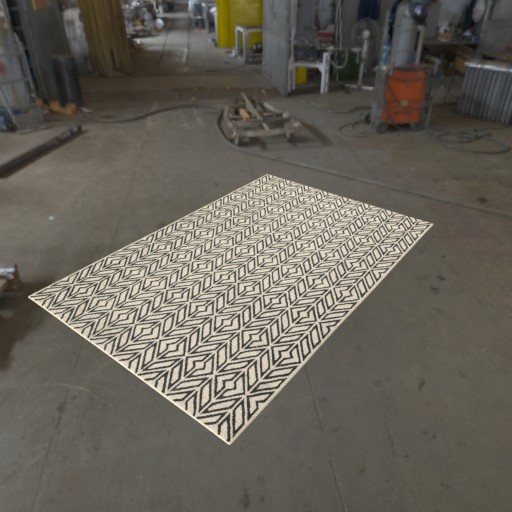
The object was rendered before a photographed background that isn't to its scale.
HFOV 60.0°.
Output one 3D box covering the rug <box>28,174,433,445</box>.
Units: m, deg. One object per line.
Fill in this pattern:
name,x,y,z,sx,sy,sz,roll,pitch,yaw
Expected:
rug,0.000,0.000,2.318,1.220,0.007,1.828,23,39,31
